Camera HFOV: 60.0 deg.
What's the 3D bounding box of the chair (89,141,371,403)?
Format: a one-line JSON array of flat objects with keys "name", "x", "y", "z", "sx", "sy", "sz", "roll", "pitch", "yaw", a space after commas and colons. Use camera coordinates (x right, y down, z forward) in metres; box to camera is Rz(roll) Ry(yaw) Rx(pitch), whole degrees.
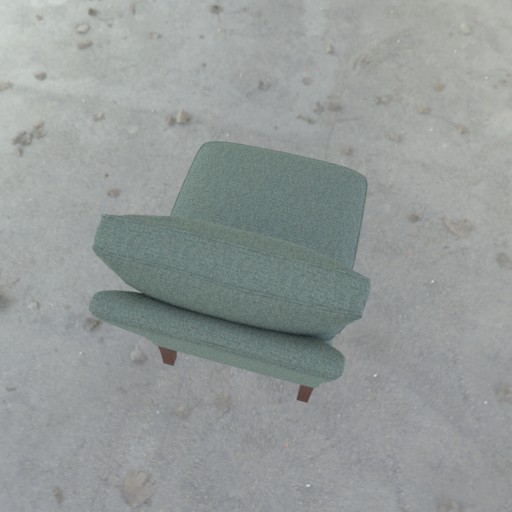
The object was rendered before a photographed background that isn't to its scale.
[{"name": "chair", "x": 0.000, "y": 0.000, "z": 1.430, "sx": 0.624, "sy": 0.901, "sz": 0.796, "roll": 13, "pitch": 64, "yaw": 7}]
